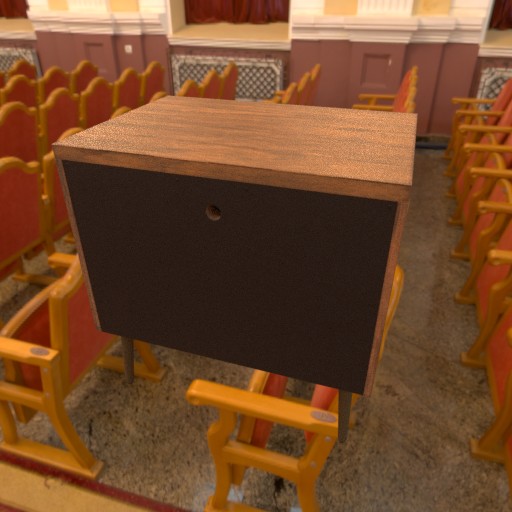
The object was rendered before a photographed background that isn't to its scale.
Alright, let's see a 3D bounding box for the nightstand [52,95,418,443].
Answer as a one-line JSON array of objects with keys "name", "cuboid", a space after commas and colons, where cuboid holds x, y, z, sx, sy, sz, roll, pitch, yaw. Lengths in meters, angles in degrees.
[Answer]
[{"name": "nightstand", "cuboid": [0.000, 0.000, 1.044, 0.610, 0.610, 0.458, 10, 33, 16]}]
